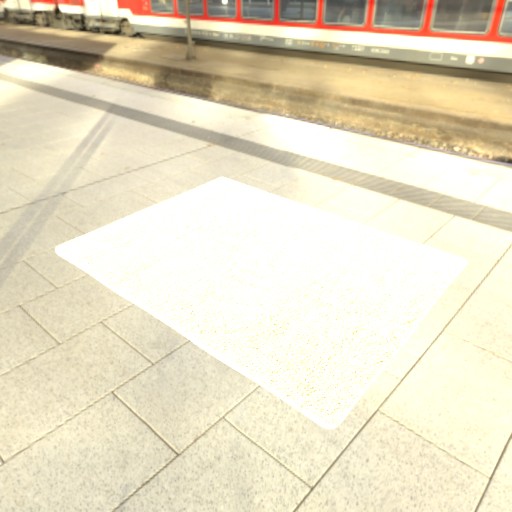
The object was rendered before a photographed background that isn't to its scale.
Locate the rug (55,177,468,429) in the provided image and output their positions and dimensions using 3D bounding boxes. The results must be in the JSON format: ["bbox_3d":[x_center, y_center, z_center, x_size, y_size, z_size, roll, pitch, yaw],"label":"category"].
[{"bbox_3d":[0.000,0.000,2.128,1.600,0.027,1.200,24,39,33],"label":"rug"}]
